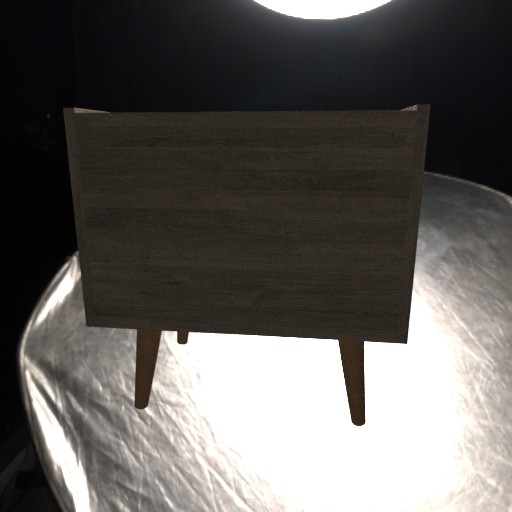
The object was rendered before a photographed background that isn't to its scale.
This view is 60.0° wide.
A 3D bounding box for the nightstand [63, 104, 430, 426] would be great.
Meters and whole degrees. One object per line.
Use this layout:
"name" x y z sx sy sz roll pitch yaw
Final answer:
"nightstand" 0.000 0.000 0.819 0.480 0.500 0.380 2 15 7
